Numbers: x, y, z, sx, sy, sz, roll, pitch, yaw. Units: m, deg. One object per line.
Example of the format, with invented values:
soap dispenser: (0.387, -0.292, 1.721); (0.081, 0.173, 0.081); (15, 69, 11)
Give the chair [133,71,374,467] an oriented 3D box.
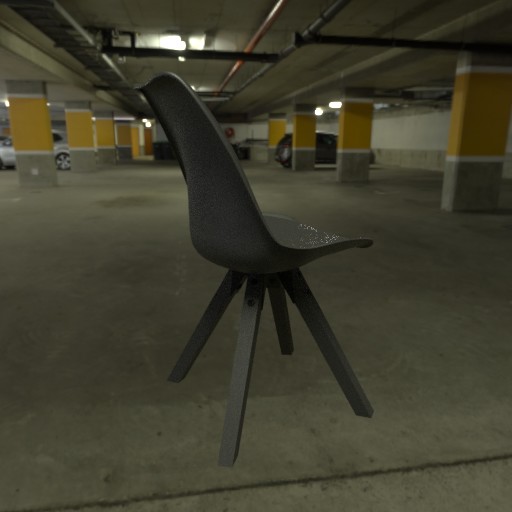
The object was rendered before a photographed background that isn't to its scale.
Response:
chair: (0.000, 0.000, 1.172); (0.550, 0.850, 0.485); (-7, 16, -26)
